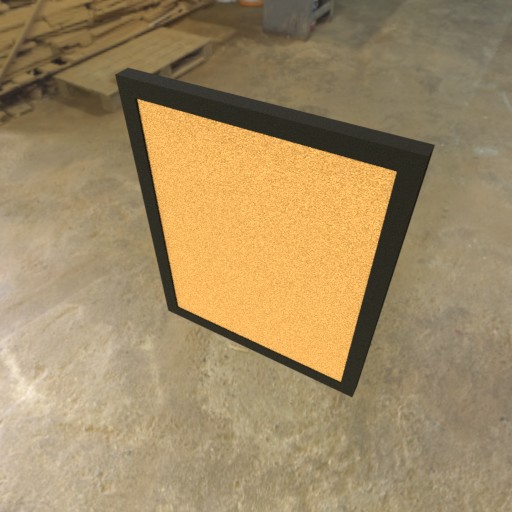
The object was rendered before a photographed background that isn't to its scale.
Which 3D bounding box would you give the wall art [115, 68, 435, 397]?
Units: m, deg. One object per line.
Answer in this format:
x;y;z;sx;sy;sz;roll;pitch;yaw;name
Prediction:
0.000;0.000;0.780;0.457;0.559;0.029;21;49;20;wall art
